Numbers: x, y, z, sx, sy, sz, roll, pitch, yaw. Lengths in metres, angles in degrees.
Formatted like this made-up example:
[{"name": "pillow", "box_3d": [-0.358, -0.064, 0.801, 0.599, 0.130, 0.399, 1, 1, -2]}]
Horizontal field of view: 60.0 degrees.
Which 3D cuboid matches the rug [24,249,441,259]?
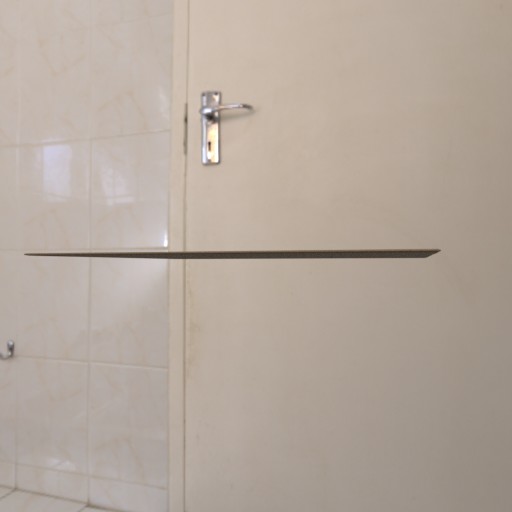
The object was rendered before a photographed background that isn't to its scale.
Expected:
[{"name": "rug", "box_3d": [0.000, 0.000, 4.096, 3.041, 0.020, 2.413, 0, -1, 19]}]
